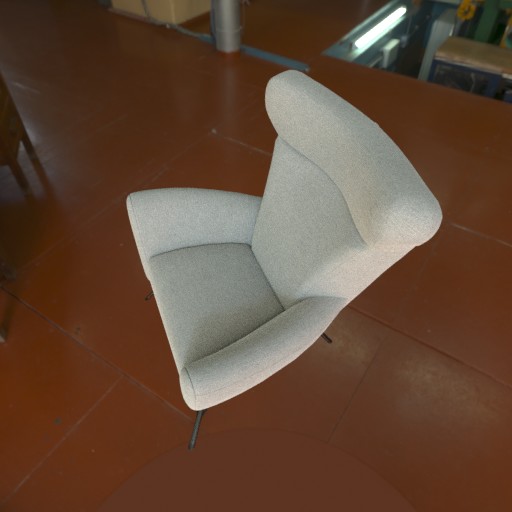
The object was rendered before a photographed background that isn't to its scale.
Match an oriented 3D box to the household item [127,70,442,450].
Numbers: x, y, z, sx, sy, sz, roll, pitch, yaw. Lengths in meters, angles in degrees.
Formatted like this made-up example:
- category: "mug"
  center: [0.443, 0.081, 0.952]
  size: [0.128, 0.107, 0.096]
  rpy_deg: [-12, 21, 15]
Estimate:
- category: "household item"
  center: [0.000, 0.000, 1.726]
  size: [0.900, 1.050, 0.980]
  rpy_deg: [-16, 49, -15]
